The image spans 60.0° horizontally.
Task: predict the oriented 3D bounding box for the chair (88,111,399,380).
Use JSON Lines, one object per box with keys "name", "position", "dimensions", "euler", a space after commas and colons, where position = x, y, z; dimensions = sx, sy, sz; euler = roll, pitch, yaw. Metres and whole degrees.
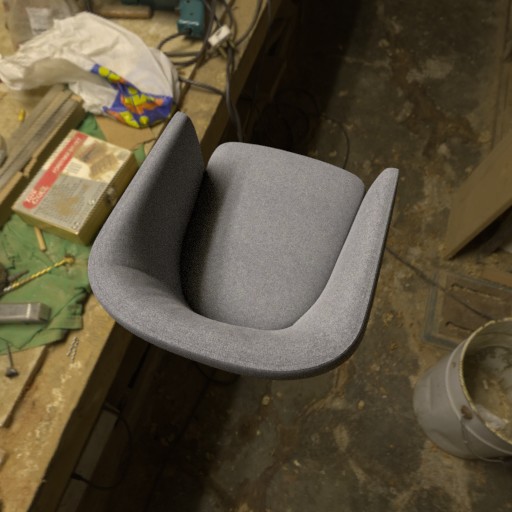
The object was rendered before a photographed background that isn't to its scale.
{"name": "chair", "position": [0.000, 0.000, 1.644], "dimensions": [0.822, 0.861, 0.986], "euler": [17, 65, 8]}
